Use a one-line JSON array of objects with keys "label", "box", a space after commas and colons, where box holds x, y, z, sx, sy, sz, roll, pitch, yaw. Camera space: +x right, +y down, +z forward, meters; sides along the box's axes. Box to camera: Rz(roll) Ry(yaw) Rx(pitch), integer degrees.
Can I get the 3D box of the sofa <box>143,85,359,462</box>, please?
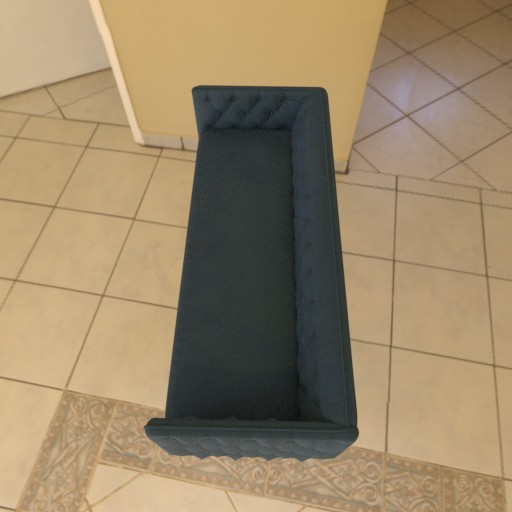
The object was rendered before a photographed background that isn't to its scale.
[{"label": "sofa", "box": [0.000, 0.000, 2.662, 0.895, 0.771, 2.209, 1, 59, 1]}]
